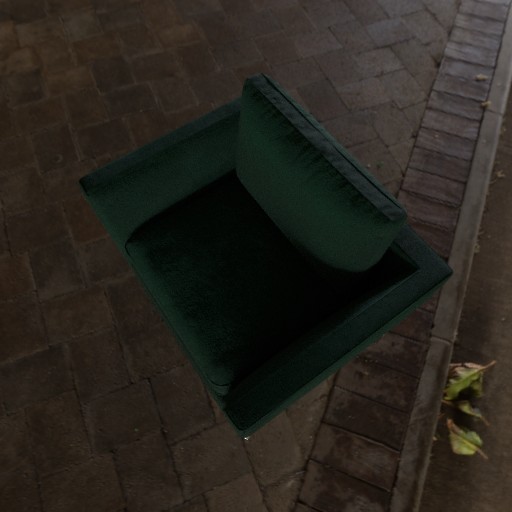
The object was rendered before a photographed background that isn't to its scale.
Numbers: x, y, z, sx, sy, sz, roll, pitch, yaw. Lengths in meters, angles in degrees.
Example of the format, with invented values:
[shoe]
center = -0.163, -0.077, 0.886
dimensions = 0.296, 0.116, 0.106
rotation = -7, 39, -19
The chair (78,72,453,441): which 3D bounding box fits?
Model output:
[chair]
center = 0.000, 0.000, 1.723
dimensions = 0.852, 0.997, 1.047
rotation = -32, 68, -15
